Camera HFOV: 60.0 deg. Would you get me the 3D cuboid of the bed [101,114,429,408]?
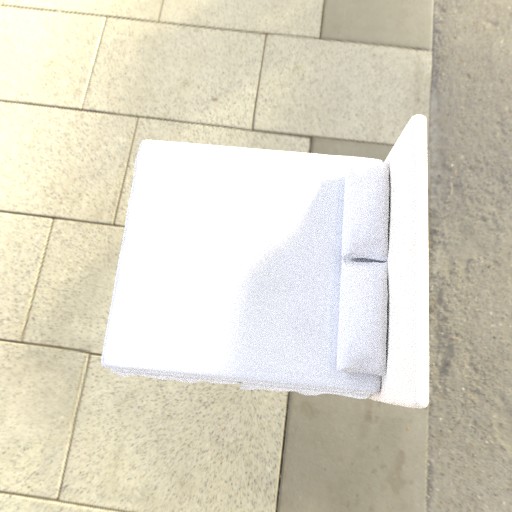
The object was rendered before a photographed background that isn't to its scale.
[{"bbox_3d":[0.000,0.000,3.599,2.341,1.317,2.119,5,75,1],"label":"bed"}]
